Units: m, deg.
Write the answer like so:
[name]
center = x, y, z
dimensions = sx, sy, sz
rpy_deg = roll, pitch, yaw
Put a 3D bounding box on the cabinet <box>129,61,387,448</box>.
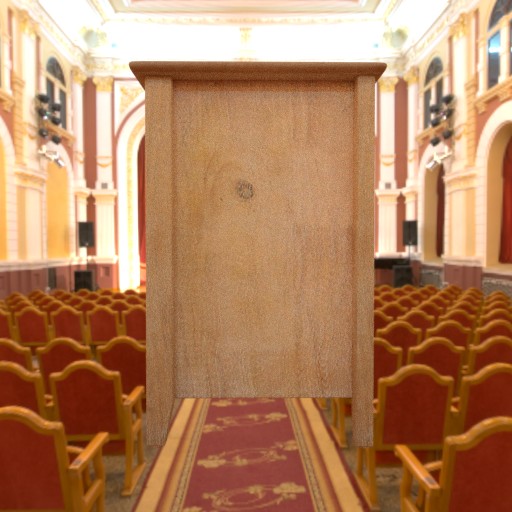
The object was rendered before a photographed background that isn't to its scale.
[cabinet]
center = 0.000, 0.000, 1.237
dimensions = 0.503, 0.762, 0.763
rpy_deg = 0, 1, -1
